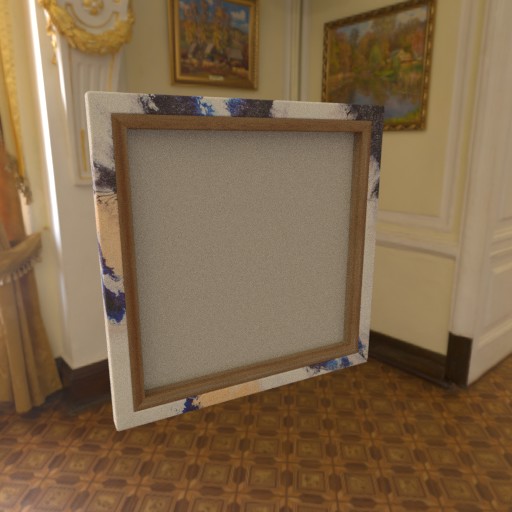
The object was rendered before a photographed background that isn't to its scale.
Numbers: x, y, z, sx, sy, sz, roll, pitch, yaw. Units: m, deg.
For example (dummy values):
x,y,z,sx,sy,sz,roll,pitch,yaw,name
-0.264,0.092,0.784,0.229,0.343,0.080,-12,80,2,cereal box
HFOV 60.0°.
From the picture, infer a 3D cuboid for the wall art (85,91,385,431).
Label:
x,y,z,sx,sy,sz,roll,pitch,yaw,name
0.000,0.000,0.914,0.609,0.609,0.039,-7,16,-26,wall art
